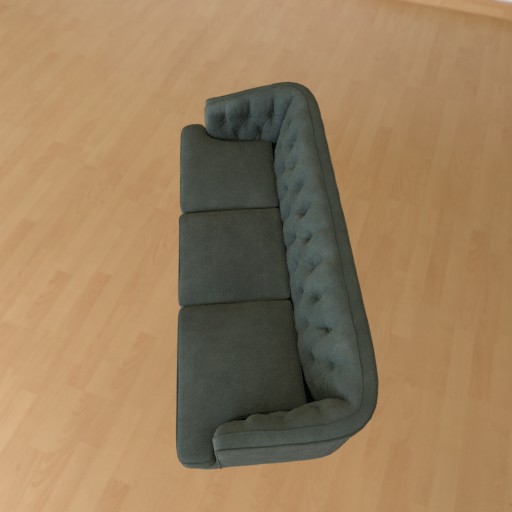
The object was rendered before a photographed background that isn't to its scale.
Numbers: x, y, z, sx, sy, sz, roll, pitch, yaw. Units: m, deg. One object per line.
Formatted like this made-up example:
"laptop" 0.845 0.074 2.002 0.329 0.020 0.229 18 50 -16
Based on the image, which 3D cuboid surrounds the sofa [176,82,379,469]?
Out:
"sofa" 0.000 0.000 2.690 0.941 0.855 2.278 -4 58 -2
